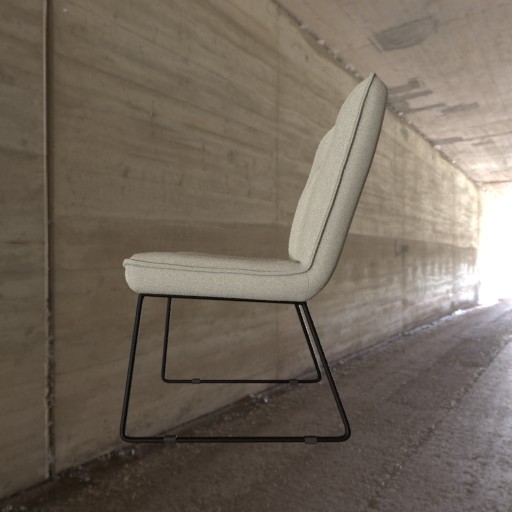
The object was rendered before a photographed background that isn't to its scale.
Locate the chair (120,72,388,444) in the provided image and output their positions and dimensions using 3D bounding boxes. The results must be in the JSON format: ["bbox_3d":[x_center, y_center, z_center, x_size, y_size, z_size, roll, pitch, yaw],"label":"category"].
[{"bbox_3d":[0.000,0.000,1.351,0.688,0.930,0.515,0,1,0],"label":"chair"}]
